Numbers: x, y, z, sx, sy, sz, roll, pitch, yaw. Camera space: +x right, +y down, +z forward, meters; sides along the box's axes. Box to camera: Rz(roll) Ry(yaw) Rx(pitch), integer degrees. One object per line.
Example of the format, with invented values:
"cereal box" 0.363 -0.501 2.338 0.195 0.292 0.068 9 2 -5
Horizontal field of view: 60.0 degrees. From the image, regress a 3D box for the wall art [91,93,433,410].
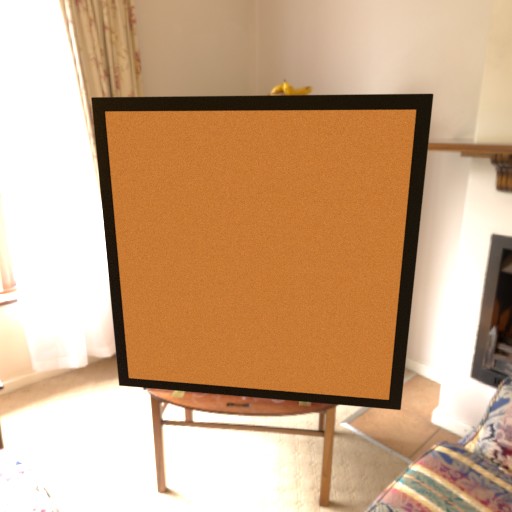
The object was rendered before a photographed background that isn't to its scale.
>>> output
"wall art" 0.000 0.000 0.442 0.299 0.299 0.037 2 16 8
